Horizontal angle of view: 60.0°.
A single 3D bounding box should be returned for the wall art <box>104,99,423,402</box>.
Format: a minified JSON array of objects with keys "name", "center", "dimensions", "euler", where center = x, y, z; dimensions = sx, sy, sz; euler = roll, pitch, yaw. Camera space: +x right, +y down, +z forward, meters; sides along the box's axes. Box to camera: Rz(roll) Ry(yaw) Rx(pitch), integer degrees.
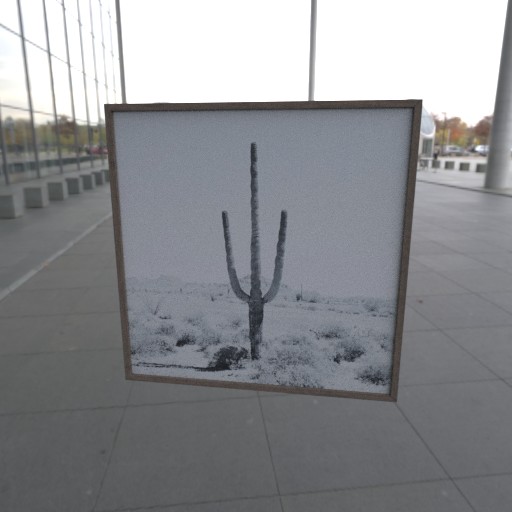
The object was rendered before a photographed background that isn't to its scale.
[{"name":"wall art","center":[0.000,0.000,1.158],"dimensions":[0.762,0.762,0.038],"euler":[2,14,9]}]
